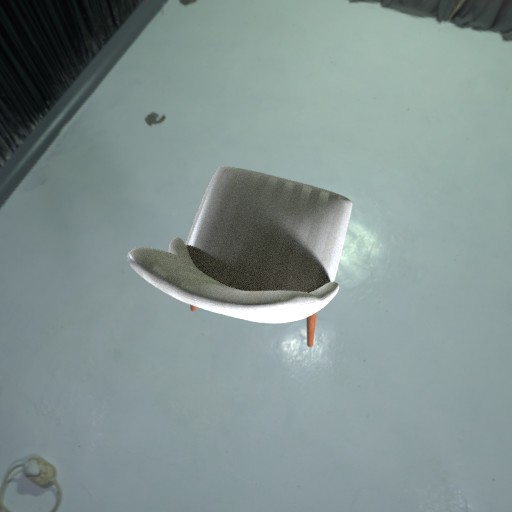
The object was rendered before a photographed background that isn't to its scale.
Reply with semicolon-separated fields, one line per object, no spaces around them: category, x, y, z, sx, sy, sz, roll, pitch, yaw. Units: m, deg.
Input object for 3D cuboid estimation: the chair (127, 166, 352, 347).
chair;0.000;0.000;1.341;0.526;0.917;0.684;16;64;8
